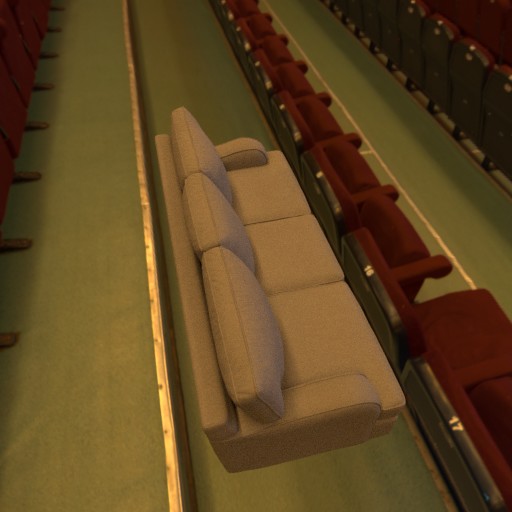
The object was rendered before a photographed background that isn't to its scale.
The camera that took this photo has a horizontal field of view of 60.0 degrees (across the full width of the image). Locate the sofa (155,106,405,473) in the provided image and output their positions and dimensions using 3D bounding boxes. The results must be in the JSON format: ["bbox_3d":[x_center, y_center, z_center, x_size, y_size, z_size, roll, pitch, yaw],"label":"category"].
[{"bbox_3d":[0.000,0.000,2.851,1.016,0.991,2.323,-10,48,-9],"label":"sofa"}]
